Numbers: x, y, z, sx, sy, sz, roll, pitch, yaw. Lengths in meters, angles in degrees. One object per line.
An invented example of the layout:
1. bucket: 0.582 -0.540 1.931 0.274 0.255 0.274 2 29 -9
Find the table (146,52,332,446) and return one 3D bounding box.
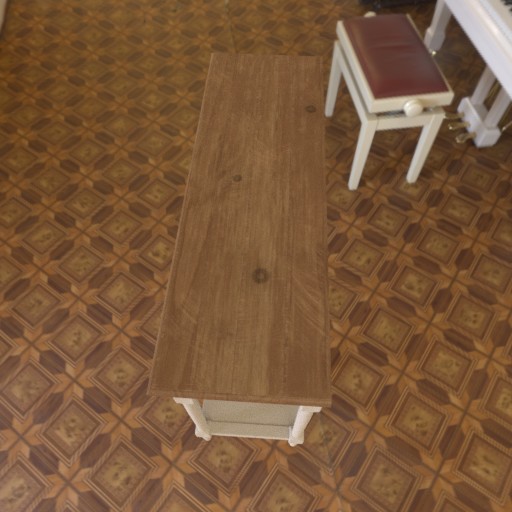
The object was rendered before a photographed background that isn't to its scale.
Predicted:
1. table: 0.000 0.000 1.602 0.399 0.800 1.219 3 58 2
